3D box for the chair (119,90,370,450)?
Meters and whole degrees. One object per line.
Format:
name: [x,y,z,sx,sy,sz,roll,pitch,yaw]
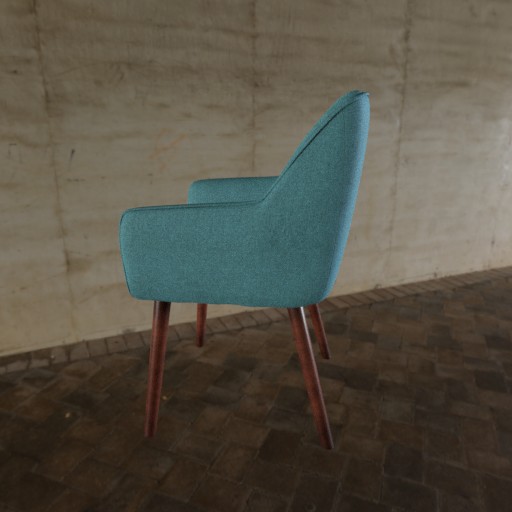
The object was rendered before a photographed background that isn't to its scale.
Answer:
chair: [0.000,0.000,1.178,0.519,0.803,0.543,2,16,8]
